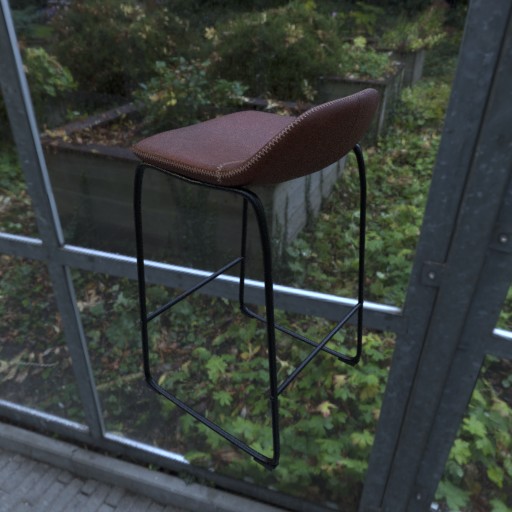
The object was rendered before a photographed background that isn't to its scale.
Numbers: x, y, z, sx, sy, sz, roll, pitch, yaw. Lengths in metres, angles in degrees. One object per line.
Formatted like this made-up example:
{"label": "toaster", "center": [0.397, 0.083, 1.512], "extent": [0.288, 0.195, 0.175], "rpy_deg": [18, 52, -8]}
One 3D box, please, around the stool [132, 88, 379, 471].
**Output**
{"label": "stool", "center": [0.000, 0.000, 1.117], "extent": [0.473, 0.830, 0.454], "rpy_deg": [21, 36, 31]}
